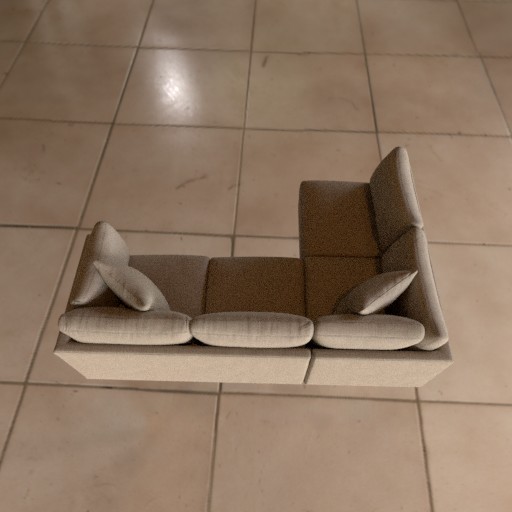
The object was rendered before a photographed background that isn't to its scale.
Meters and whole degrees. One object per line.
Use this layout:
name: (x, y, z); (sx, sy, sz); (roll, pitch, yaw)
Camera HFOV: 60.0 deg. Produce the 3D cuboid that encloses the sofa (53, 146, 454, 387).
sofa: (0.000, 0.000, 3.882); (2.896, 0.978, 1.994); (1, 57, 1)
